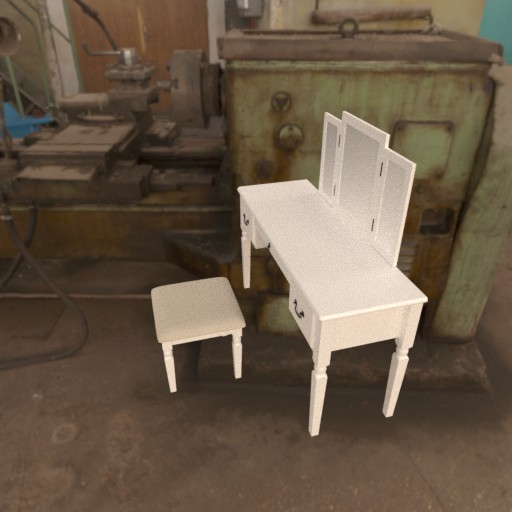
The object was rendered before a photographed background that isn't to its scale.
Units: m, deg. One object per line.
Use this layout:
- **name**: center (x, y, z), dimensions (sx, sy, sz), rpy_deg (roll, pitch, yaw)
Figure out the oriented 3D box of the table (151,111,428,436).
- **table**: center (0.000, 0.000, 2.319), dimensions (1.115, 1.310, 1.369), rpy_deg (-8, 32, -13)
